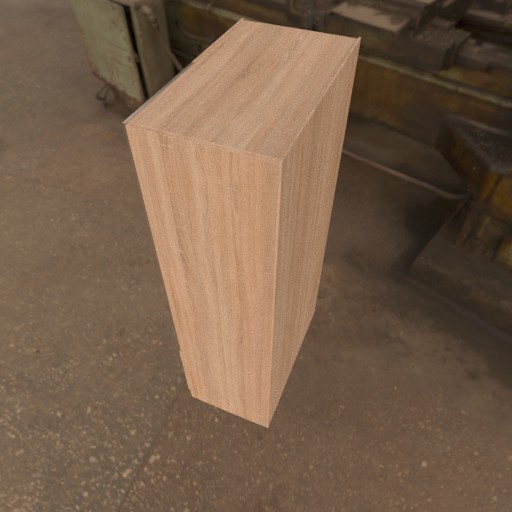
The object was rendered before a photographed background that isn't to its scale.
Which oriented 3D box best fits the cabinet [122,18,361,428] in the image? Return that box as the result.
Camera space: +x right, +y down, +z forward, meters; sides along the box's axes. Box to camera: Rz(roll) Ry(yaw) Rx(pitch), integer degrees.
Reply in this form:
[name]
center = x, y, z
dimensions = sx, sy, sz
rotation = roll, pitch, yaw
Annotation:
[cabinet]
center = 0.000, 0.000, 2.515
dimensions = 0.590, 2.121, 1.001
rotation = 17, 50, 15
